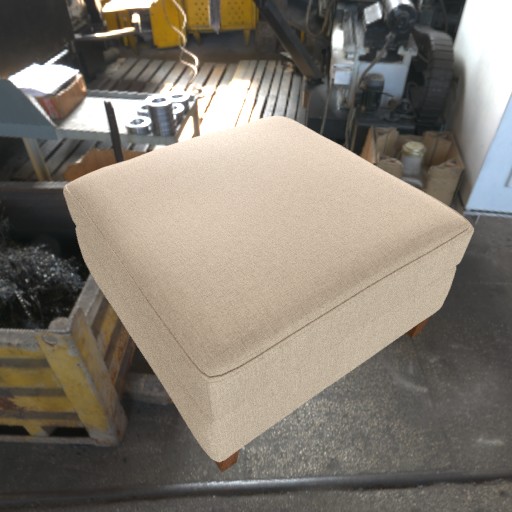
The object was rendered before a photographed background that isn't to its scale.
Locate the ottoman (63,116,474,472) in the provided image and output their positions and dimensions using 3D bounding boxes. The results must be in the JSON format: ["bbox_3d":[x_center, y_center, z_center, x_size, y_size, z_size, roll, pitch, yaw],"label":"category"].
[{"bbox_3d":[0.000,0.000,1.337,0.838,0.503,0.838,-26,48,-26],"label":"ottoman"}]
